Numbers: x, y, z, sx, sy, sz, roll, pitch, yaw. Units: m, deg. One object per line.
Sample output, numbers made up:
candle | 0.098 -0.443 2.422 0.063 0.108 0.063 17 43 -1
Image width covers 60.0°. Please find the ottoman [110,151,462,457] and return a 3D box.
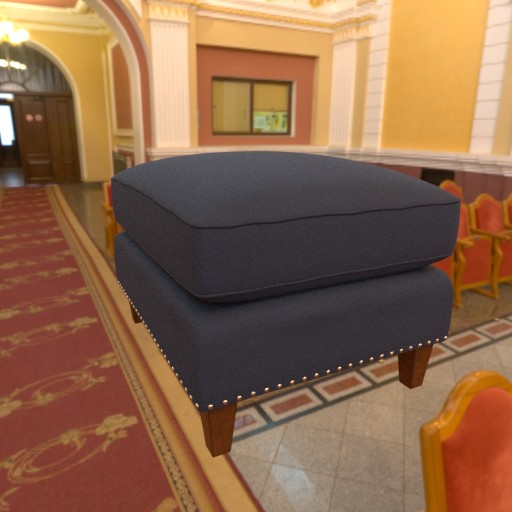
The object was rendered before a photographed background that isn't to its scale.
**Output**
ottoman | 0.000 0.000 1.120 0.584 0.513 0.741 -8 18 -26
